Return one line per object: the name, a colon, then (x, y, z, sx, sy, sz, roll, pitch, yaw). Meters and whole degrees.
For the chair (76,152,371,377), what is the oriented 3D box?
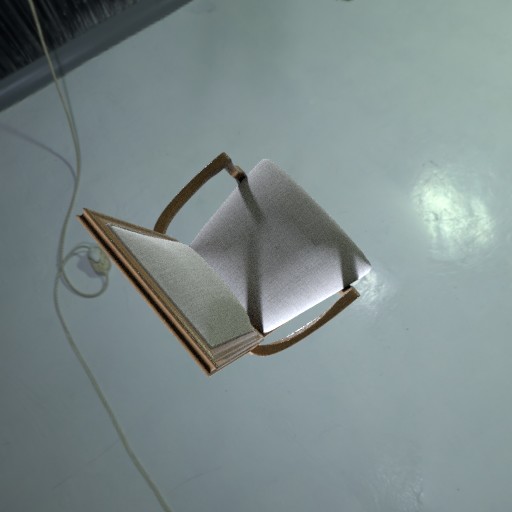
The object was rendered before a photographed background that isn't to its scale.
chair: (0.000, 0.000, 1.375, 0.602, 0.990, 0.606, -41, 79, -9)
